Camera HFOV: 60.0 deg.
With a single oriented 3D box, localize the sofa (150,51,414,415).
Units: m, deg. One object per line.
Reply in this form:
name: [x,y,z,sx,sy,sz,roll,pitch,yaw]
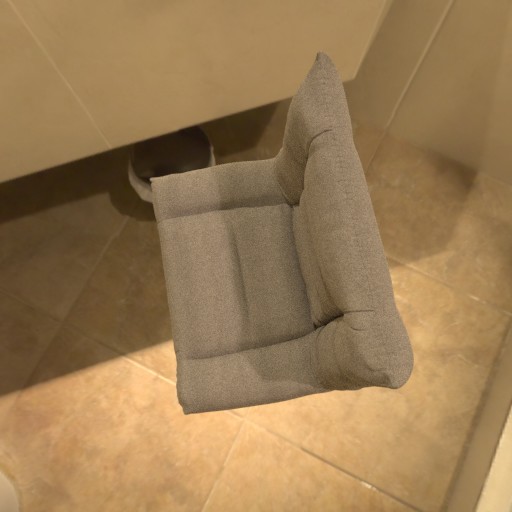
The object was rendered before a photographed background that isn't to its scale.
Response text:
sofa: [0.000,0.000,1.738,0.847,0.795,1.144,-10,75,-3]
